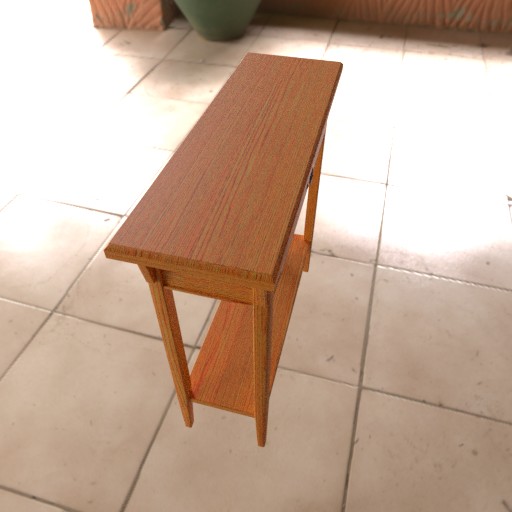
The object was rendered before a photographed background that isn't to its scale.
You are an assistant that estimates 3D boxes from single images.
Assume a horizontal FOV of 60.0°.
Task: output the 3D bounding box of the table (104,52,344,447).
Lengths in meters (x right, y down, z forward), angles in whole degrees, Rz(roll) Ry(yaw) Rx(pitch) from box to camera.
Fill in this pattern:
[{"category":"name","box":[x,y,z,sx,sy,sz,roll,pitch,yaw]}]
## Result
[{"category":"table","box":[0.000,0.000,1.124,0.254,0.711,0.762,11,46,10]}]
